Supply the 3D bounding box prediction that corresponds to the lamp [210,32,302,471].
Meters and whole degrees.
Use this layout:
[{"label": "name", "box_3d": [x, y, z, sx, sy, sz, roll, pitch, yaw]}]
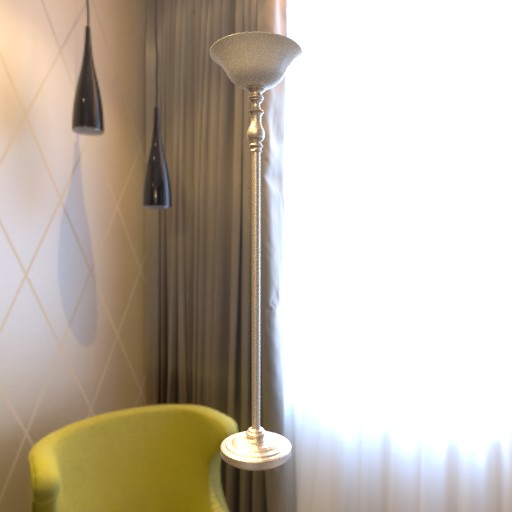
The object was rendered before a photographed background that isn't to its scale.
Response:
[{"label": "lamp", "box_3d": [0.000, 0.000, 1.956, 0.405, 1.771, 0.405, 0, 1, 0]}]
